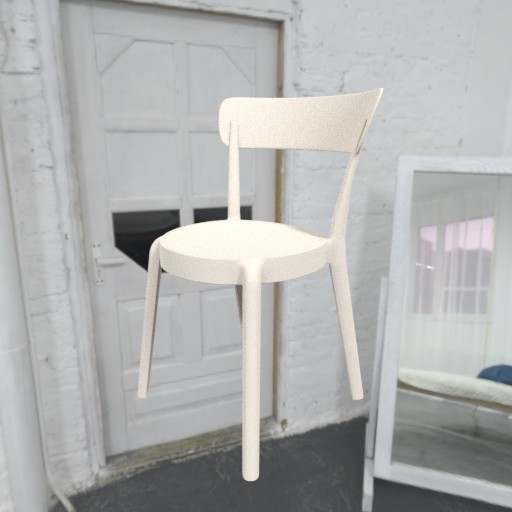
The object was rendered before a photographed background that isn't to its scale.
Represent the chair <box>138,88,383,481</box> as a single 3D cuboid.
[{"bbox_3d":[0.000,0.000,1.123,0.506,0.790,0.491,15,22,42],"label":"chair"}]
